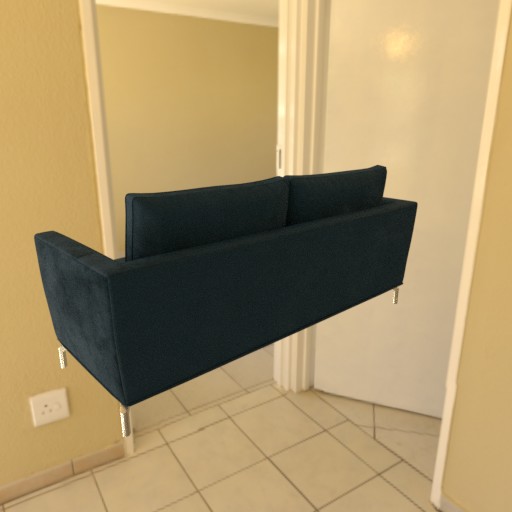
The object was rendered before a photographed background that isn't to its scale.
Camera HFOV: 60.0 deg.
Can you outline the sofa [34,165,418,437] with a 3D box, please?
[{"bbox_3d":[0.000,0.000,2.660,2.212,0.998,0.853,-15,23,-40],"label":"sofa"}]
